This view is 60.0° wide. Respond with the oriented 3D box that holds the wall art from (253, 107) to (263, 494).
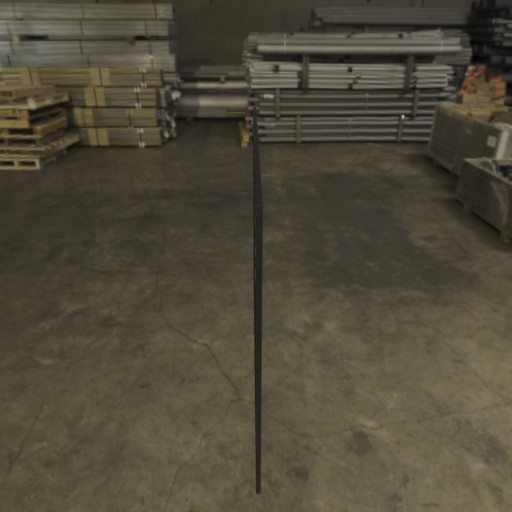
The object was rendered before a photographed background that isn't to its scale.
[{"bbox_3d":[0.000,0.000,1.522,0.013,0.811,1.192,0,27,-1],"label":"wall art"}]
